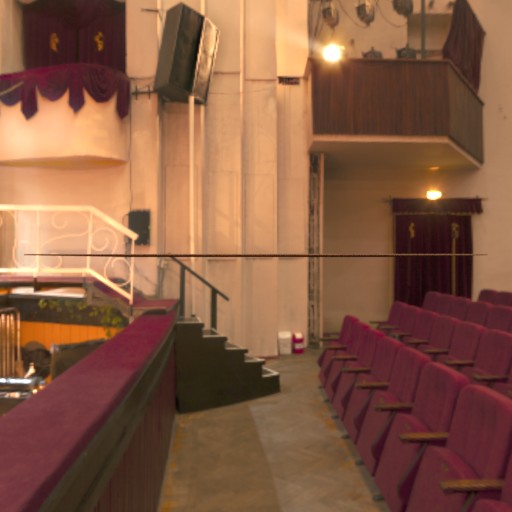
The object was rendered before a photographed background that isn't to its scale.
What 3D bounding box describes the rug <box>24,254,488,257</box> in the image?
[{"bbox_3d":[0.000,0.000,4.103,3.036,0.008,2.440,0,0,0],"label":"rug"}]
